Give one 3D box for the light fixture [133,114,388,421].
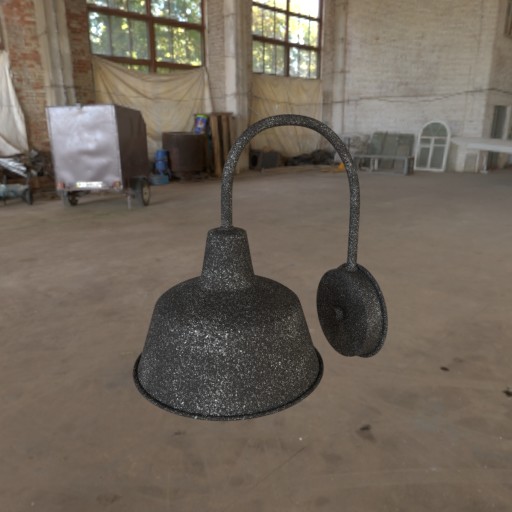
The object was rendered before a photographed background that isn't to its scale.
[{"bbox_3d":[0.000,0.000,0.491,0.283,0.300,0.216,-7,18,-23],"label":"light fixture"}]
